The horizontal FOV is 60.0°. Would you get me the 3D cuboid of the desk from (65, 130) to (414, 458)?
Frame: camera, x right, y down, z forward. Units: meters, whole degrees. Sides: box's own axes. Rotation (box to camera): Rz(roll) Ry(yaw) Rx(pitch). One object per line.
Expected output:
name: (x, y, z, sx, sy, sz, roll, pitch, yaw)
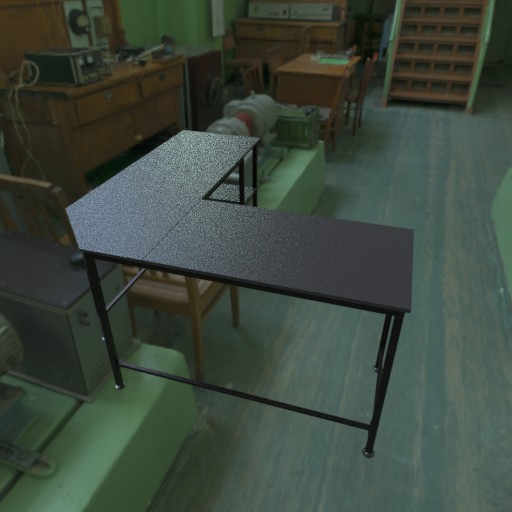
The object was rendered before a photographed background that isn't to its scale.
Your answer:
desk: (0.000, 0.000, 2.213, 1.379, 0.739, 1.379, 10, 34, 15)
